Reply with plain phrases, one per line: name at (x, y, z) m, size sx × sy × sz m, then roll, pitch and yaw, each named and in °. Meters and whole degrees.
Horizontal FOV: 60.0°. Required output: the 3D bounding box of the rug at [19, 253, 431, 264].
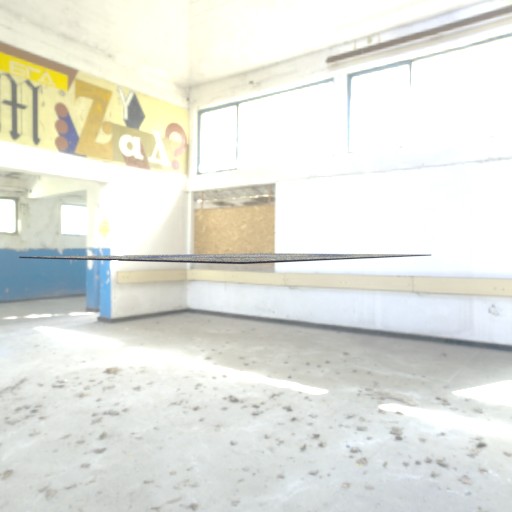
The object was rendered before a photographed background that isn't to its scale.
rug at (0.000, 0.000, 3.714) m, size 2.053 × 0.011 × 2.940 m, roll 1°, pitch 1°, yaw 37°
